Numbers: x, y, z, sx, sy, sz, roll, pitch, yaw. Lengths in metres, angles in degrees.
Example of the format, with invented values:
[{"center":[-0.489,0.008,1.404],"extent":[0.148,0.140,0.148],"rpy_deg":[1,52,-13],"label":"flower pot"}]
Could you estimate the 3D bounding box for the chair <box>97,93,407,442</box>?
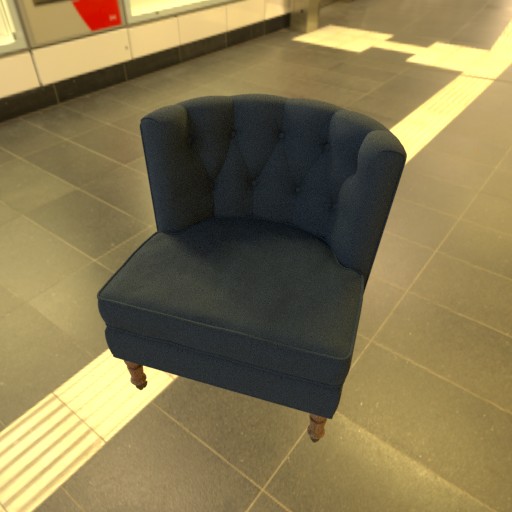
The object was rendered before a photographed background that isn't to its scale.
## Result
[{"center":[0.000,0.000,1.357],"extent":[0.740,0.771,0.718],"rpy_deg":[12,41,14],"label":"chair"}]
